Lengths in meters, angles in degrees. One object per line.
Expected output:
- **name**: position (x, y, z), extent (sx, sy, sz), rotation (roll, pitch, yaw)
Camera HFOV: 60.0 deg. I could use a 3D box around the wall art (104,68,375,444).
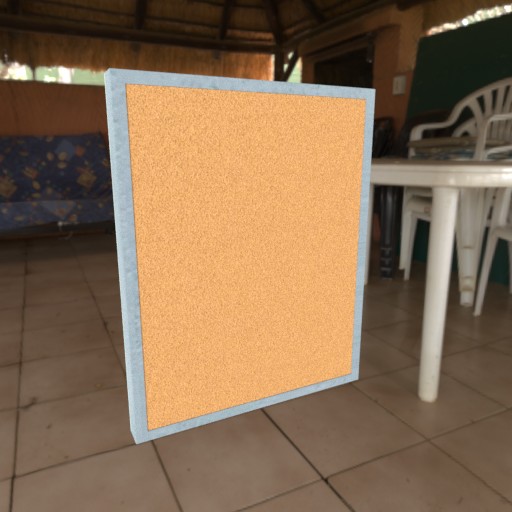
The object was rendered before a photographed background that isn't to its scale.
- **wall art**: position (0.000, 0.000, 0.689), extent (0.409, 0.509, 0.037), rotation (-7, 15, -26)
